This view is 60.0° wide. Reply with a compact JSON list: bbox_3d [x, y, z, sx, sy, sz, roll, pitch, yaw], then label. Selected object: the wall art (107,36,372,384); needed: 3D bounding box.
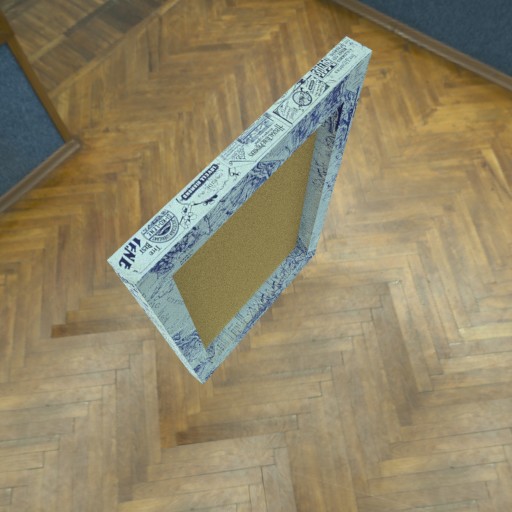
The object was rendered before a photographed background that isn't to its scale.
[{"bbox_3d":[0.000,0.000,0.479,0.025,0.376,0.255,37,70,16],"label":"wall art"}]
